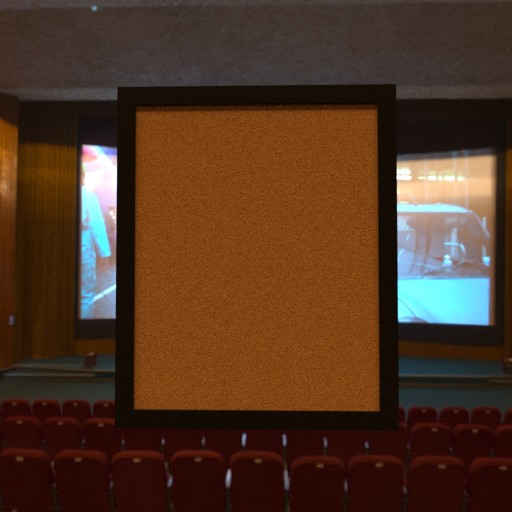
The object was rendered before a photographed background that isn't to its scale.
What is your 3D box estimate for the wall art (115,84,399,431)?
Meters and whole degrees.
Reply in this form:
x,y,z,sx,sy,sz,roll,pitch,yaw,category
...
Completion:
x,y,z,sx,sy,sz,roll,pitch,yaw,category
0.000,0.000,0.734,0.457,0.559,0.029,0,-2,1,wall art
